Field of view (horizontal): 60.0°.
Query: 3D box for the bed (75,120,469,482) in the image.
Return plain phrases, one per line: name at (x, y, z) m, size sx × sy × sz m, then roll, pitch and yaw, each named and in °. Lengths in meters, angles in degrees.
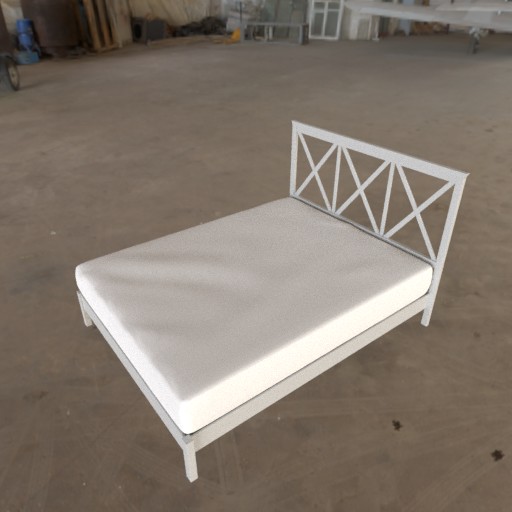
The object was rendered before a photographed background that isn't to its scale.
bed at (0.000, 0.000, 3.151) m, size 2.135 × 1.253 × 1.673 m, roll -21°, pitch 37°, yaw -31°
